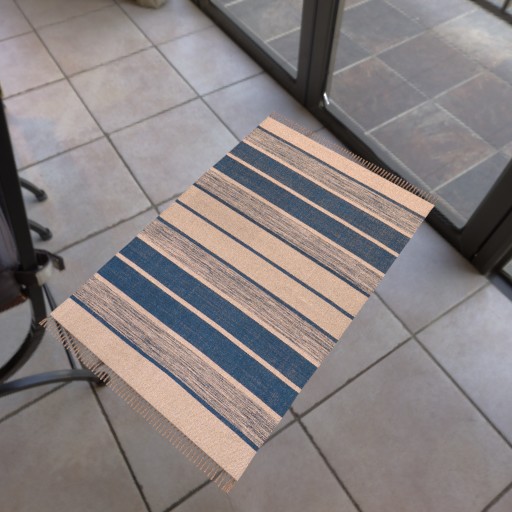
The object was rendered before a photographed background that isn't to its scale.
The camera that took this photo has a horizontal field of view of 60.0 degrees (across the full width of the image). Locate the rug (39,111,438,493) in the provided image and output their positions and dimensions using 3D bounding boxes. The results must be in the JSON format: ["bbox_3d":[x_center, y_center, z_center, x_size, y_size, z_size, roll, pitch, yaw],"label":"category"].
[{"bbox_3d":[0.000,0.000,3.017,1.532,0.010,2.441,34,65,19],"label":"rug"}]
